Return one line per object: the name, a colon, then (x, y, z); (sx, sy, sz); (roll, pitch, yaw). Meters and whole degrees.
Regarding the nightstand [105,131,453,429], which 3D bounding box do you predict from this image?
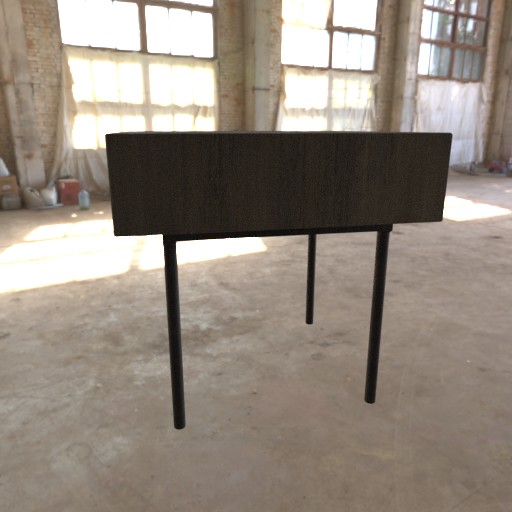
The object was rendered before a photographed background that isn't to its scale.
nightstand: (0.000, 0.000, 0.920); (0.503, 0.497, 0.502); (-3, 16, -12)
